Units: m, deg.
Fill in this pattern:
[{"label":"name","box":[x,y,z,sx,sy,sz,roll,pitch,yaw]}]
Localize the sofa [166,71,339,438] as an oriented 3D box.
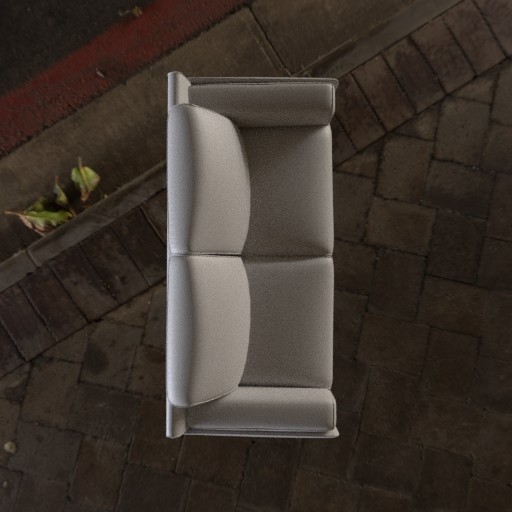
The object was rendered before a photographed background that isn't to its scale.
[{"label":"sofa","box":[0.000,0.000,2.674,1.049,0.930,2.101,0,89,0]}]
